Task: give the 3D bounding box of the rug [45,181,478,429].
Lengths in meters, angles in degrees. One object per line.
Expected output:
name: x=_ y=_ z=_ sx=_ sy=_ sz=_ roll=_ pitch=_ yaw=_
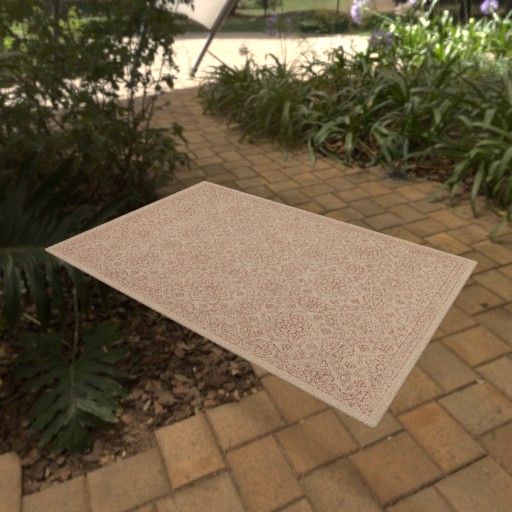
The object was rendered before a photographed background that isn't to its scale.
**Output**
rug: x=0.000 y=0.000 z=2.240 sx=1.829 sy=0.010 sz=1.219 roll=21 pitch=37 yaw=31
